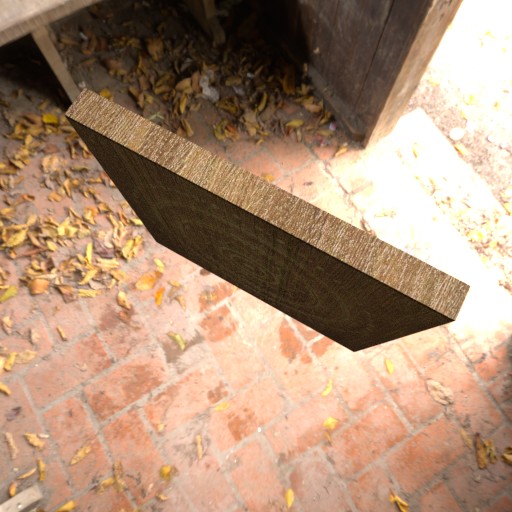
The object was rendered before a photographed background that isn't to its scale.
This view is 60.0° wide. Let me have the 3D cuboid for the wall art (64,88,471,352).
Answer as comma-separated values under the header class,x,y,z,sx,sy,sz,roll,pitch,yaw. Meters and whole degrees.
class,x,y,z,sx,sy,sz,roll,pitch,yaw
wall art,0.000,0.000,0.597,0.406,0.403,0.039,28,76,8
